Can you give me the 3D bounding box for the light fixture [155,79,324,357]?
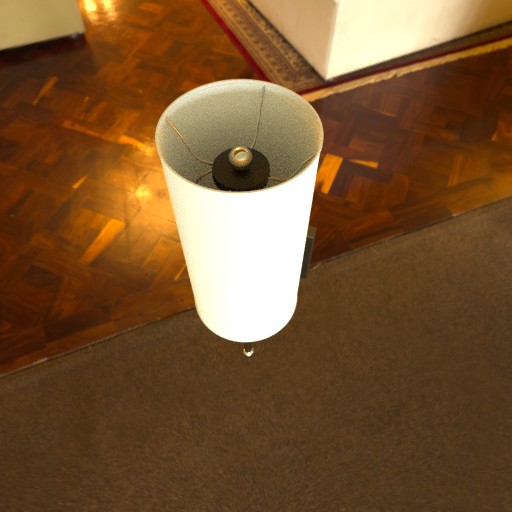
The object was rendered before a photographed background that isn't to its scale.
[{"bbox_3d":[0.000,0.000,0.552,0.128,0.462,0.208,15,58,10],"label":"light fixture"}]
